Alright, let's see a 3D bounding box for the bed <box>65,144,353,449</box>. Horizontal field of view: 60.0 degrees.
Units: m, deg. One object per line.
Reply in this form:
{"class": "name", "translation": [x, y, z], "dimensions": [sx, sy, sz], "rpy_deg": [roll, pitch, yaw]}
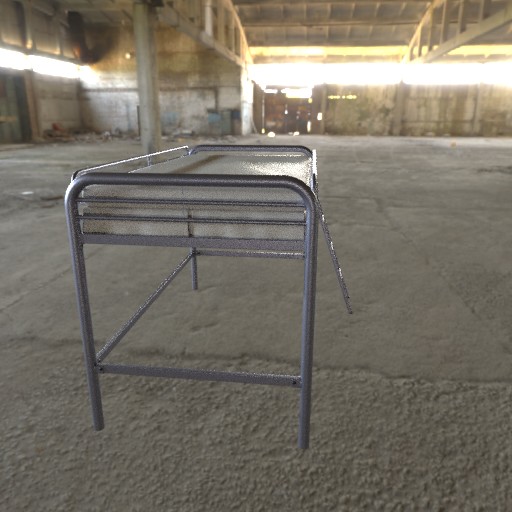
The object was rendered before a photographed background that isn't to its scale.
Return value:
{"class": "bed", "translation": [0.000, 0.000, 2.882], "dimensions": [1.415, 1.288, 1.965], "rpy_deg": [2, 18, 7]}
